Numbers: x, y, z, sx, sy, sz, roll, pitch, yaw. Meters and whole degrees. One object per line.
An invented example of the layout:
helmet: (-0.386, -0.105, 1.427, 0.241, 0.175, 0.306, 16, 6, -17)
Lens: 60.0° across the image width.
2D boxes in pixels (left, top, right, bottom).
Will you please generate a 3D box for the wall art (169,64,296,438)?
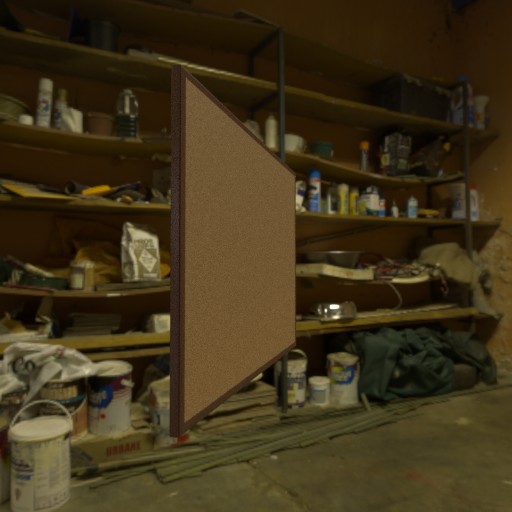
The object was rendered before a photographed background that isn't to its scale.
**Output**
wall art: (0.000, 0.000, 0.855, 0.014, 0.455, 0.660, 0, -2, 17)
